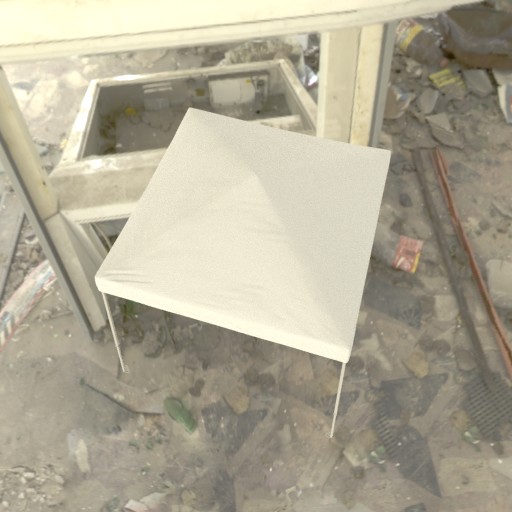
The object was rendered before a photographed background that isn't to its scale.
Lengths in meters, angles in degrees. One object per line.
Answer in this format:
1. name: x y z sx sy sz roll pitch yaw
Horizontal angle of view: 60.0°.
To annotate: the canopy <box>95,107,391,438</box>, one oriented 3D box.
1. canopy: 0.000 0.000 6.545 3.600 3.600 3.599 15 60 9
